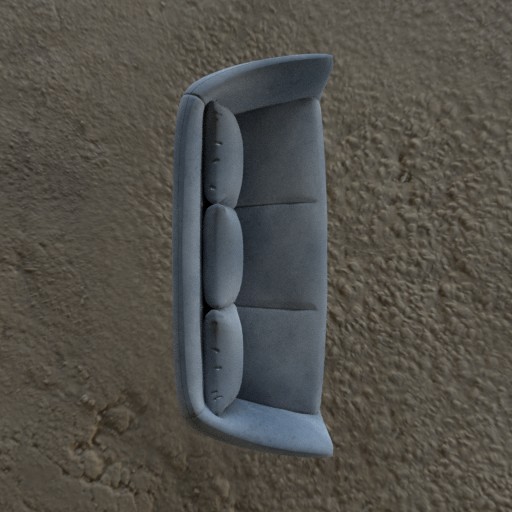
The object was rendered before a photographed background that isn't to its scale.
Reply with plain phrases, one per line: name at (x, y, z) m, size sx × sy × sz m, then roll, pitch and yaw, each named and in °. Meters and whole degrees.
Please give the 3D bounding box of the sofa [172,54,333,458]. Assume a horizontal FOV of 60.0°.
sofa at (0.000, 0.000, 2.567) m, size 0.849 × 0.795 × 2.095 m, roll 0°, pitch 90°, yaw 0°
